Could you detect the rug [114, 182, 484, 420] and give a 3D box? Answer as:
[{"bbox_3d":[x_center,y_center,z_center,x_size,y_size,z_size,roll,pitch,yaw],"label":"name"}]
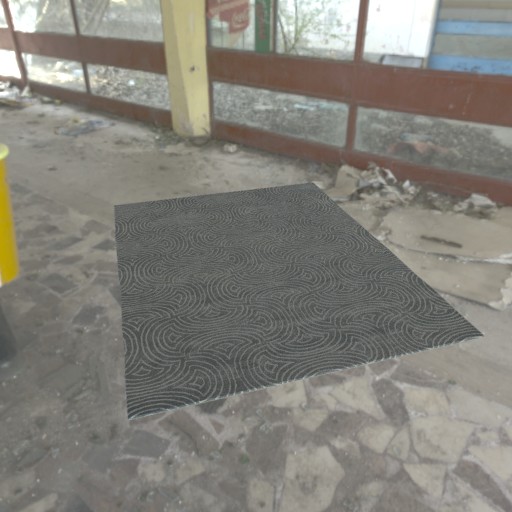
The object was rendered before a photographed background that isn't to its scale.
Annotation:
[{"bbox_3d":[0.000,0.000,4.065,2.456,0.021,3.042,-9,32,-14],"label":"rug"}]
